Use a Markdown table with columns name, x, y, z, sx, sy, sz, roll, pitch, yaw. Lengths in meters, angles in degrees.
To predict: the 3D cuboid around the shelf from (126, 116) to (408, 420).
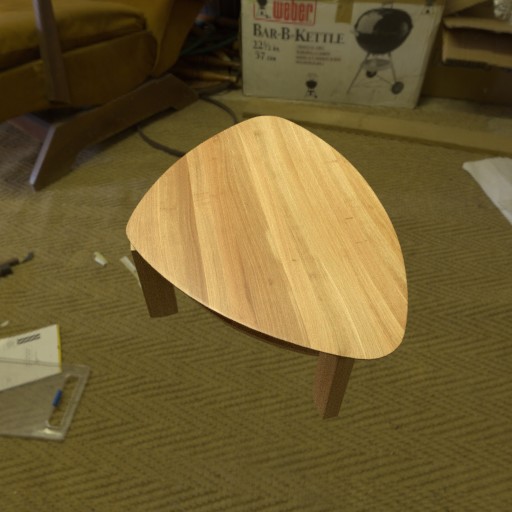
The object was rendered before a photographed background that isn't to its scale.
| name | x | y | z | sx | sy | sz | roll | pitch | yaw |
| --- | --- | --- | --- | --- | --- | --- | --- | --- | --- |
| shelf | 0.000 | 0.000 | 1.660 | 0.863 | 0.439 | 1.240 | -10 | 47 | -9 |
